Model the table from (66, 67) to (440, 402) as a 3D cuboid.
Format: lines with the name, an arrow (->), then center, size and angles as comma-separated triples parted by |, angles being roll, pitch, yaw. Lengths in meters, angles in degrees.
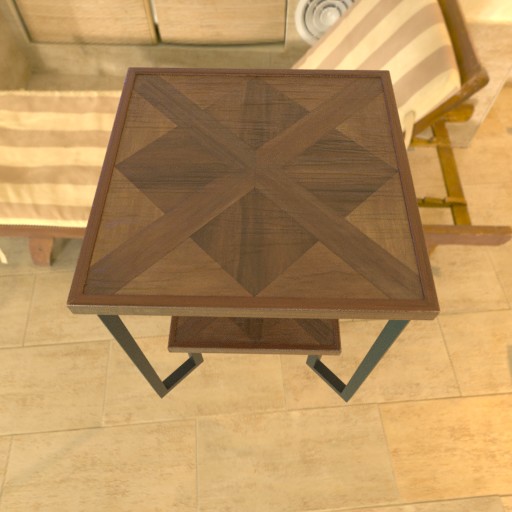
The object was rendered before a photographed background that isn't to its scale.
table -> 0.000, 0.000, 0.962 | 0.503, 0.563, 0.503 | 1, 59, 1
